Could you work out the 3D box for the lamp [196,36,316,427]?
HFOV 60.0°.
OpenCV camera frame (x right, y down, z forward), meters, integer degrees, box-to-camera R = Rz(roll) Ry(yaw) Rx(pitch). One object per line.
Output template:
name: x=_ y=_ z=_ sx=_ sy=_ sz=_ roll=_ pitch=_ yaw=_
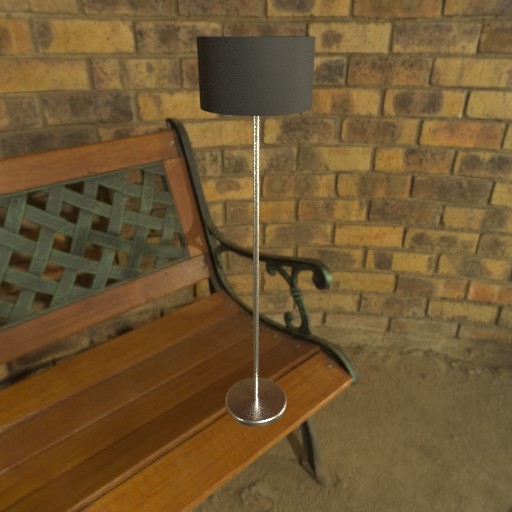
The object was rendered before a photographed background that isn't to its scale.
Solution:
lamp: x=0.000 y=0.000 z=1.626 sx=0.348 sy=1.443 sz=0.348 roll=8 pitch=28 yaw=15
